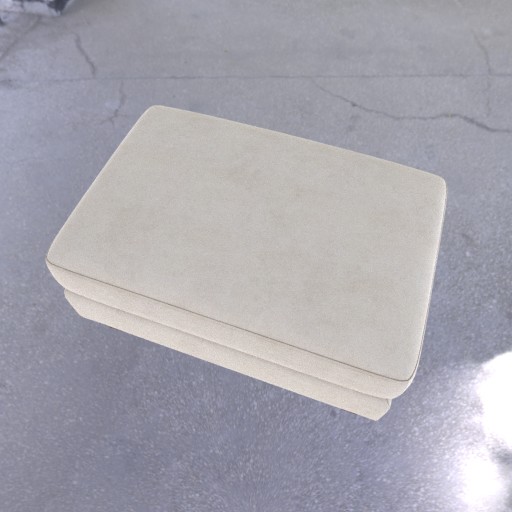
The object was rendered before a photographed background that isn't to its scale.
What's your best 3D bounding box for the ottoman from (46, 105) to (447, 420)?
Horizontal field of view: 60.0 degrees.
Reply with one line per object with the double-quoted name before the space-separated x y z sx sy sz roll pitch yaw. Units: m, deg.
"ottoman" 0.000 0.000 1.211 0.864 0.483 0.584 17 60 10
